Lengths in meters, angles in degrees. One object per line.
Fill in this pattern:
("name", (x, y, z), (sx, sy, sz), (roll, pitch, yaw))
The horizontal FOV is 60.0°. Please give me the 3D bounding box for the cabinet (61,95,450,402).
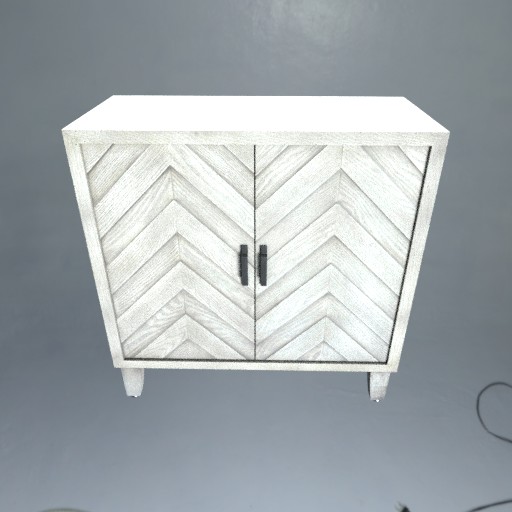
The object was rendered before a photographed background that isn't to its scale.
("cabinet", (0.000, 0.000, 1.239), (0.781, 0.787, 0.370), (1, 31, 1))
